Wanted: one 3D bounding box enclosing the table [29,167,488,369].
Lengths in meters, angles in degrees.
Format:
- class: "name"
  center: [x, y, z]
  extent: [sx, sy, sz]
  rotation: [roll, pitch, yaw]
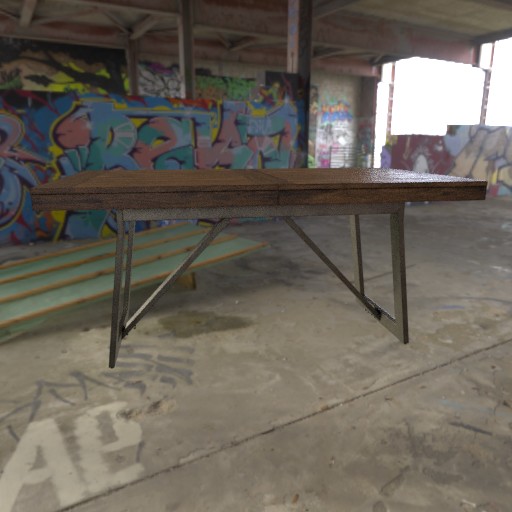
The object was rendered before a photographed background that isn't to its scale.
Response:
- class: "table"
  center: [0.000, 0.000, 2.099]
  extent: [1.641, 0.757, 0.931]
  rotation: [-3, 15, -10]
